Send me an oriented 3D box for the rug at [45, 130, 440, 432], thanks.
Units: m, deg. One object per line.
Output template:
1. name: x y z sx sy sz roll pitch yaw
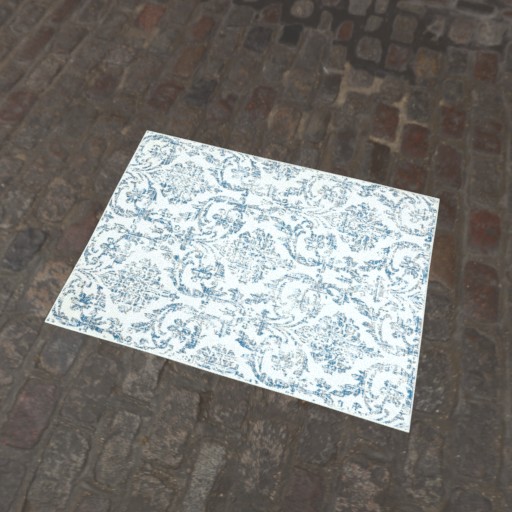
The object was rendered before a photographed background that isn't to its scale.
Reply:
1. rug: 0.000 0.000 2.882 2.197 0.014 1.586 15 64 7
